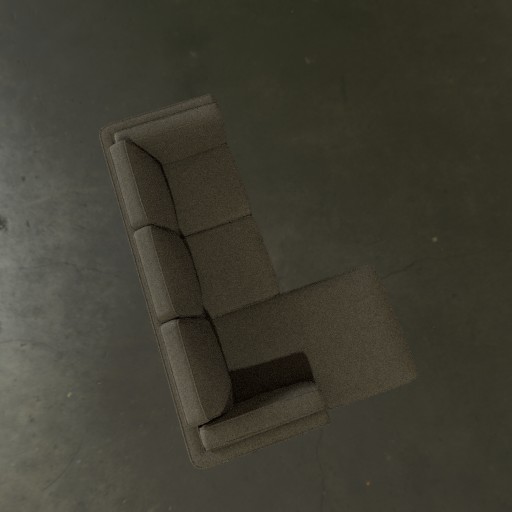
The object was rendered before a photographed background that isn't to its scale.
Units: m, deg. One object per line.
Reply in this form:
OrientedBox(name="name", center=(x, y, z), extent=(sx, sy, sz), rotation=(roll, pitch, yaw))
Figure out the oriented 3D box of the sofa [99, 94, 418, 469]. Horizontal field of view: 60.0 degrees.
OrientedBox(name="sofa", center=(0.000, 0.000, 3.214), extent=(1.604, 0.929, 2.411), rotation=(-18, 77, -4))
